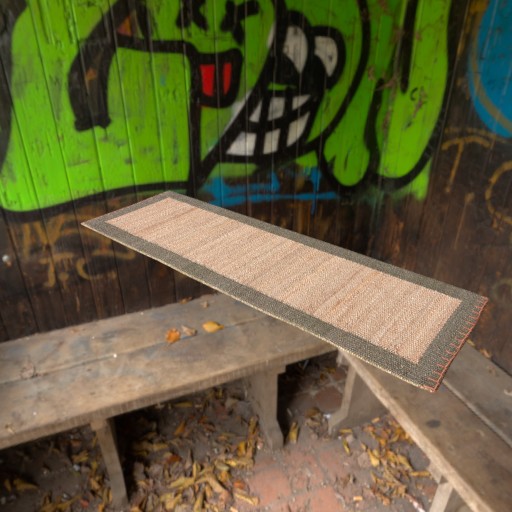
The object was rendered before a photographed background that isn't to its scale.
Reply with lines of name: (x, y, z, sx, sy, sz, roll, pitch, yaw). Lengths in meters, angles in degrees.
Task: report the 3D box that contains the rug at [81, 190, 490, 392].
rug: (0.000, 0.000, 2.628, 2.413, 0.016, 0.810, 22, 36, 33)
